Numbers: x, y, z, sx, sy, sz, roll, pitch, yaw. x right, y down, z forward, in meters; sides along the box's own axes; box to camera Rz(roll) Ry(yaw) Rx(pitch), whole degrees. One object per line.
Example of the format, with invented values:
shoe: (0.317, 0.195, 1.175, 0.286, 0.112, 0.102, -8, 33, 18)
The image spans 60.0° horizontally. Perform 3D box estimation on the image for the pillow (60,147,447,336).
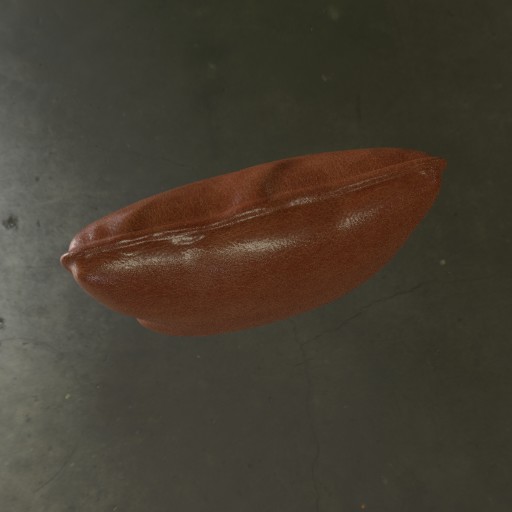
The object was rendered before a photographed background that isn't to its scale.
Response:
pillow: (0.000, 0.000, 0.802, 0.532, 0.523, 0.236, -15, 75, -4)
